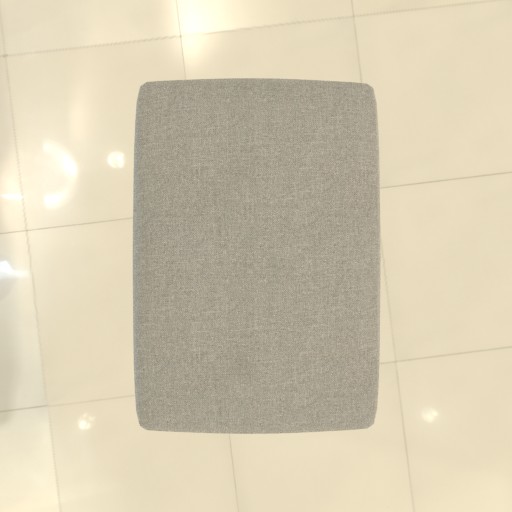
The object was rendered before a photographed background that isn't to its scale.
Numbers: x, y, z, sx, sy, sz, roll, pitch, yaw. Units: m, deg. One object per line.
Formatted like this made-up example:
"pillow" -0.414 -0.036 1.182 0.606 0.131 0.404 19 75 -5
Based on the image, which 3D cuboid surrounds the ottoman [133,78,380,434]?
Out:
"ottoman" 0.000 0.000 1.190 0.584 0.457 0.838 0 90 -1
